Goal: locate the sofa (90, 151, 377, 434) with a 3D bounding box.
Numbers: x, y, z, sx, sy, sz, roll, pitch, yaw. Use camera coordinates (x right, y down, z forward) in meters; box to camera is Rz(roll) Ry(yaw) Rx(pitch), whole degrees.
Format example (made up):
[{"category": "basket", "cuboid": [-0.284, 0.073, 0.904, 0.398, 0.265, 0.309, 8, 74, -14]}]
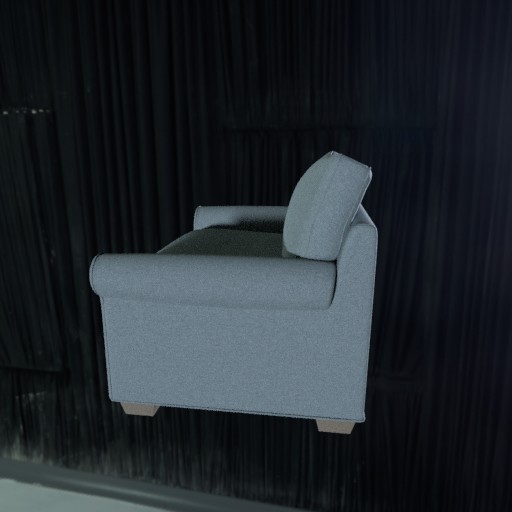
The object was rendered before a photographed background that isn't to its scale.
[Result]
[{"category": "sofa", "cuboid": [0.000, 0.000, 2.078, 0.940, 0.953, 1.410, 2, 14, 8]}]
